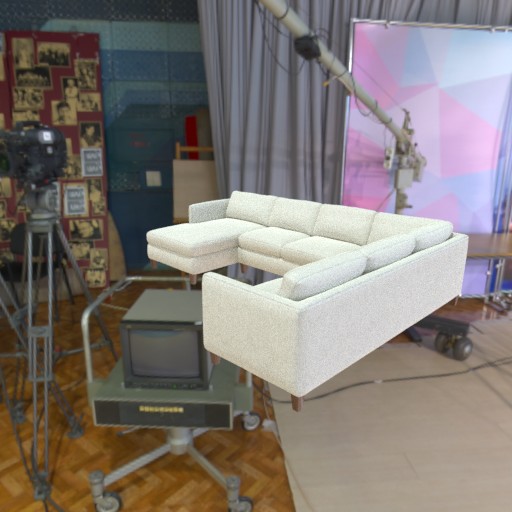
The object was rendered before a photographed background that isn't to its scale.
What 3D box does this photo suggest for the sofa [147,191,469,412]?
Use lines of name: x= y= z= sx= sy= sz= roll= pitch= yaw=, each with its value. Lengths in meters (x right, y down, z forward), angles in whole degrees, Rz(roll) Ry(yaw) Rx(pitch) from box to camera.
sofa: x=0.000 y=0.000 z=4.492 sx=2.551 sy=0.853 sz=3.238 roll=-16 pitch=23 yaw=-43
